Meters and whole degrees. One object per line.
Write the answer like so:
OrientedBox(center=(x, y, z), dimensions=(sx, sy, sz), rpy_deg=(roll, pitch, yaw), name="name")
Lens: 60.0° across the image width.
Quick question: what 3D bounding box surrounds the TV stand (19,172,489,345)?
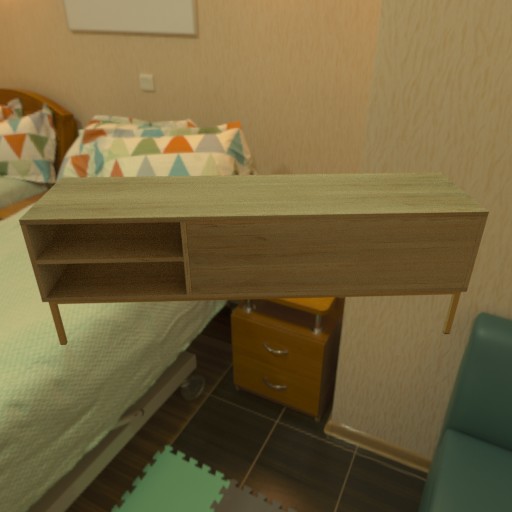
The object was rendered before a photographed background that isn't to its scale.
OrientedBox(center=(0.000, 0.000, 1.824), dimensions=(1.600, 0.550, 0.420), rpy_deg=(-1, 29, -2), name="TV stand")
